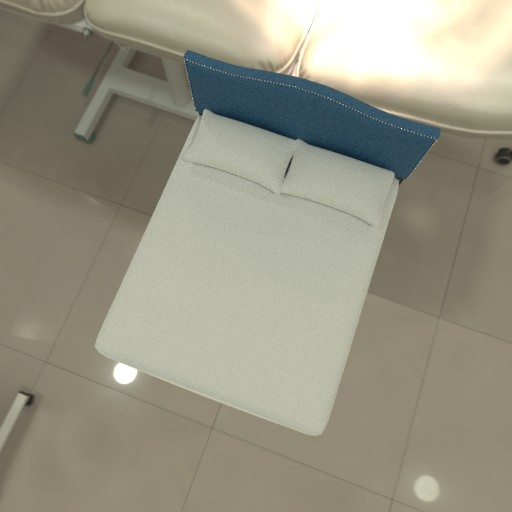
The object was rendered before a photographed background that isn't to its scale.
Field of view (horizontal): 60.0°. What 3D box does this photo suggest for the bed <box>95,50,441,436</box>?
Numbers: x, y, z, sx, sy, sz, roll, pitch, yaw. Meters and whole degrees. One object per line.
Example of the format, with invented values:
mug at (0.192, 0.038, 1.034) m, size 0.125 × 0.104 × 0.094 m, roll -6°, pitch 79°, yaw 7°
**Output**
bed at (0.000, 0.000, 2.859) m, size 1.610 × 1.169 × 1.872 m, roll 19°, pitch 76°, yaw 5°
